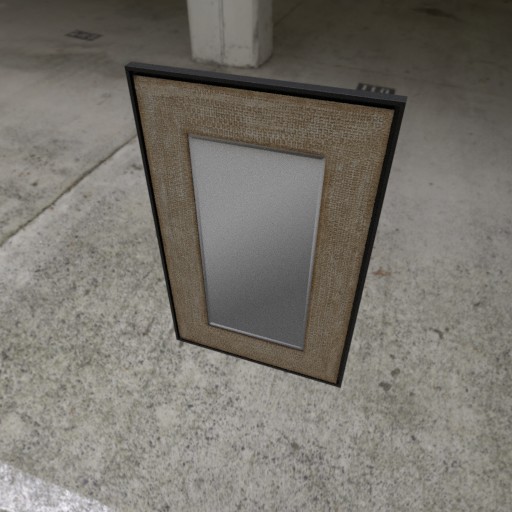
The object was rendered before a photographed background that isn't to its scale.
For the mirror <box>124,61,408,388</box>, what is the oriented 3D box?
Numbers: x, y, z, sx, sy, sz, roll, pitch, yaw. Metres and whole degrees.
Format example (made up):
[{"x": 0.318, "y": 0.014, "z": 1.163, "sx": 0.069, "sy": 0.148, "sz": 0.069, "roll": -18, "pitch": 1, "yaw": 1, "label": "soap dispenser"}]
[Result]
[{"x": 0.000, "y": 0.000, "z": 1.554, "sx": 0.762, "sy": 1.219, "sz": 0.038, "roll": 13, "pitch": 43, "yaw": 14, "label": "mirror"}]
